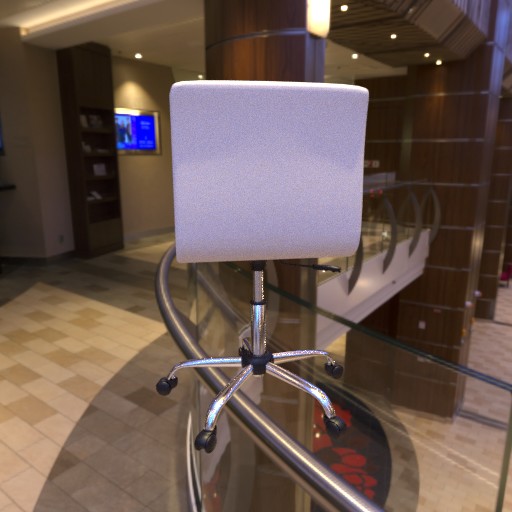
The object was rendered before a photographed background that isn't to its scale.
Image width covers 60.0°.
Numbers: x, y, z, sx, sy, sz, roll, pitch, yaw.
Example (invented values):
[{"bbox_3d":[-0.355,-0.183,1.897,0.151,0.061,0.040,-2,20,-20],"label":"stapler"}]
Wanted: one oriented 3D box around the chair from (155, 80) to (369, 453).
[{"bbox_3d":[0.000,0.000,1.083,0.520,0.750,0.455,-2,13,-9],"label":"chair"}]
